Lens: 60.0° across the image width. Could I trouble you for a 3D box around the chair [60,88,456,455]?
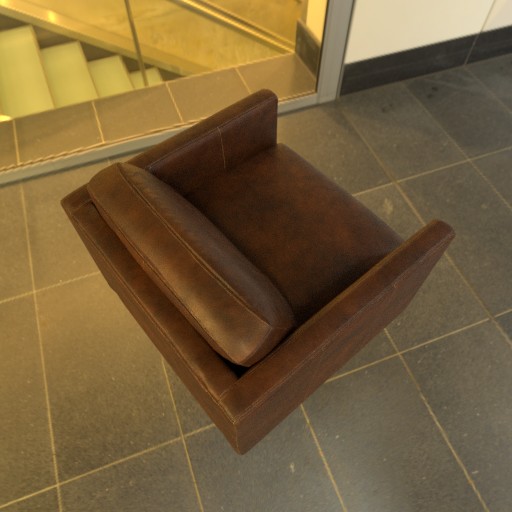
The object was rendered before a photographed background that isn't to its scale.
[{"bbox_3d":[0.000,0.000,1.729,0.975,0.864,0.990,-35,64,-20],"label":"chair"}]
